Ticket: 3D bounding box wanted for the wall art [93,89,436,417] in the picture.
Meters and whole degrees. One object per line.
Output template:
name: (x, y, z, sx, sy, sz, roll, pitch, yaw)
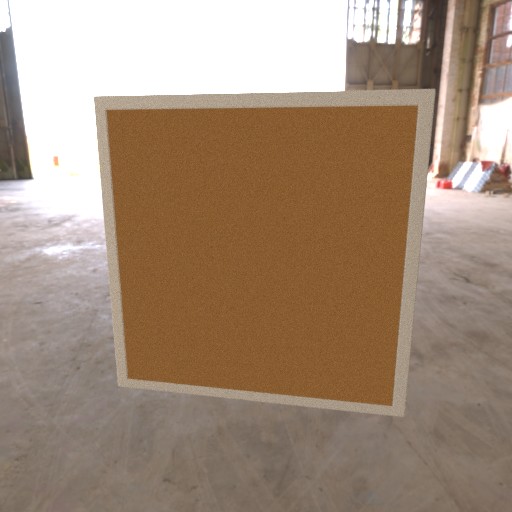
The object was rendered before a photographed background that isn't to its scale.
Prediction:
wall art: (0.000, 0.000, 0.444, 0.305, 0.305, 0.037, 3, 15, 10)
